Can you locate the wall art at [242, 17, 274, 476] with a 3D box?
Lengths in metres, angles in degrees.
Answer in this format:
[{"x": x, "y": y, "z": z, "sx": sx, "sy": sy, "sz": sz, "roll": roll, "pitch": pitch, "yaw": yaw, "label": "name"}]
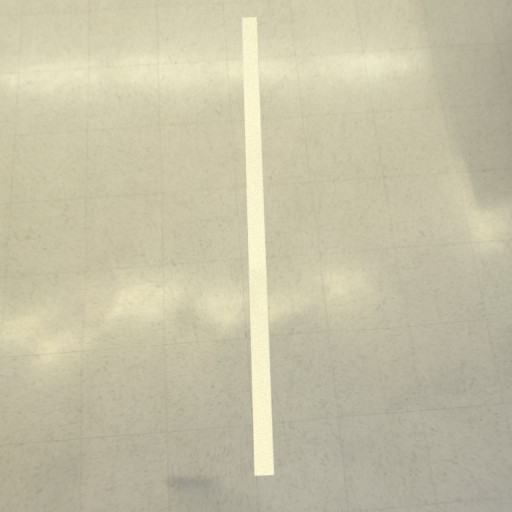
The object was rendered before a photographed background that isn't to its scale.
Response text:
[{"x": 0.000, "y": 0.000, "z": 1.143, "sx": 0.033, "sy": 0.617, "sz": 0.906, "roll": -2, "pitch": 76, "yaw": 0, "label": "wall art"}]
